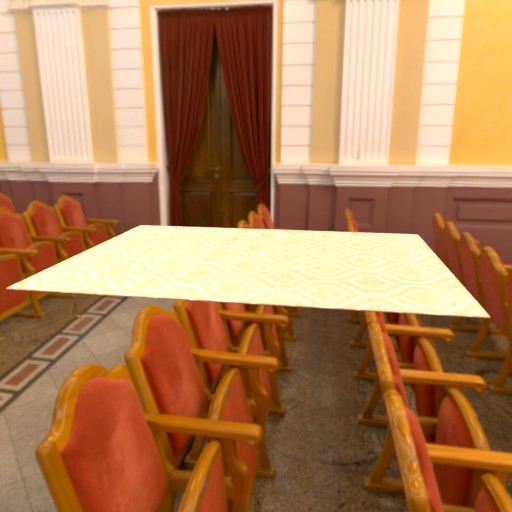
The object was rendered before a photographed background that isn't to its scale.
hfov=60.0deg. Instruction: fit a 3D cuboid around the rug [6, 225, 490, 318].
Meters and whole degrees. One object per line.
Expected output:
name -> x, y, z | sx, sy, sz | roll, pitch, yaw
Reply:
rug -> 0.000, 0.000, 4.165 | 3.353, 0.010, 2.438 | 2, 15, 9
